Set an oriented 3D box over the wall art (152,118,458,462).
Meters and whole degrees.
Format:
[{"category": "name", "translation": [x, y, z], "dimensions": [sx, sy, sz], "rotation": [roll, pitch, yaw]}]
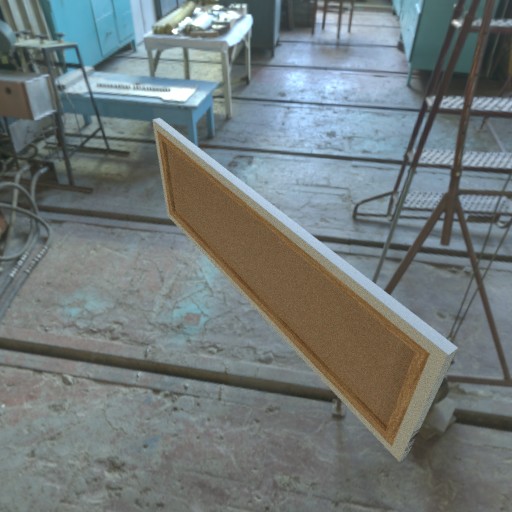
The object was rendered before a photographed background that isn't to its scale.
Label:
[{"category": "wall art", "translation": [0.000, 0.000, 1.616], "dimensions": [0.039, 0.507, 1.520], "rotation": [-24, 46, -26]}]
